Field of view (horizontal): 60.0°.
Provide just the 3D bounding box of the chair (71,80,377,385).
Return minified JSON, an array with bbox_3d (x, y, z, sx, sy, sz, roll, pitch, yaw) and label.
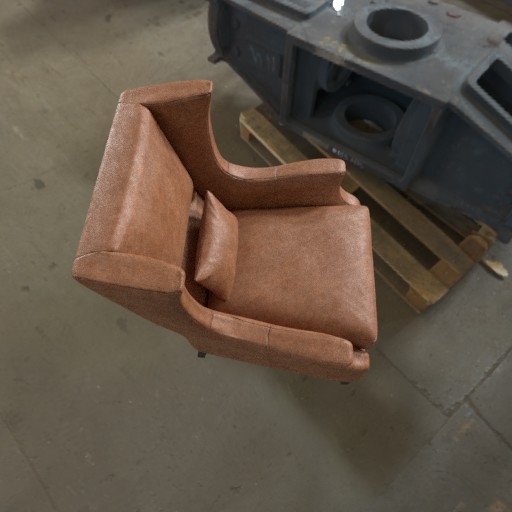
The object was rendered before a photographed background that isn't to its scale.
[{"bbox_3d":[0.000,0.000,1.702,0.926,1.016,0.853,3,63,2],"label":"chair"}]
